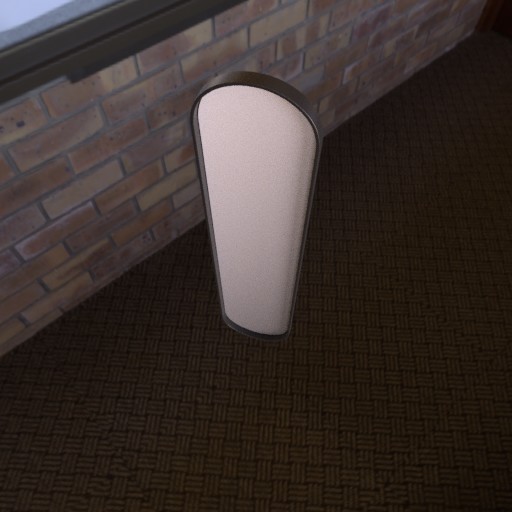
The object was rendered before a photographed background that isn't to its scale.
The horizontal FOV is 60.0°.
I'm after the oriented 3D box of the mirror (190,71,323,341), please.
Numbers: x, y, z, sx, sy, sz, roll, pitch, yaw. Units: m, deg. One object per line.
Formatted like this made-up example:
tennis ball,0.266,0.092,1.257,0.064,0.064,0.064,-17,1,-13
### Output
mirror,0.000,0.000,1.071,0.222,0.991,0.032,14,59,9
